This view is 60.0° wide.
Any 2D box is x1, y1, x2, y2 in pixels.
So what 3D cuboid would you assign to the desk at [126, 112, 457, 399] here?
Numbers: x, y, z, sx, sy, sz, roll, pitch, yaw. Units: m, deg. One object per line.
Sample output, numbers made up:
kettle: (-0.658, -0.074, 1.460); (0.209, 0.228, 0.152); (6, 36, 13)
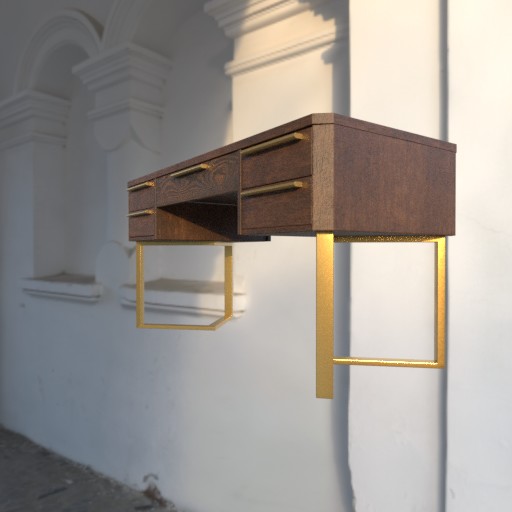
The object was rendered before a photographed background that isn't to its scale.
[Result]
desk: (0.000, 0.000, 1.922); (0.684, 0.762, 1.479); (0, 1, -35)
